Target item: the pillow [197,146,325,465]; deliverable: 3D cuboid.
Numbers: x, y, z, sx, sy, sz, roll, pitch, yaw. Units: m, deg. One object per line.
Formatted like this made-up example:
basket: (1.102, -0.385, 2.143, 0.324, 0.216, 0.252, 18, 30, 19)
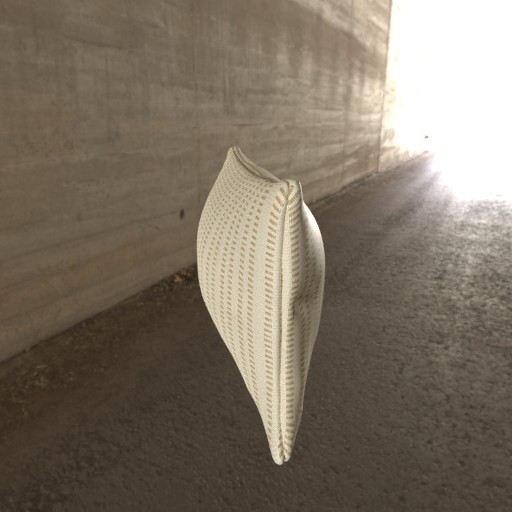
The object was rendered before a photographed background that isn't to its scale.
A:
pillow: (0.000, 0.000, 0.801, 0.210, 0.353, 0.640, -2, 17, -8)
